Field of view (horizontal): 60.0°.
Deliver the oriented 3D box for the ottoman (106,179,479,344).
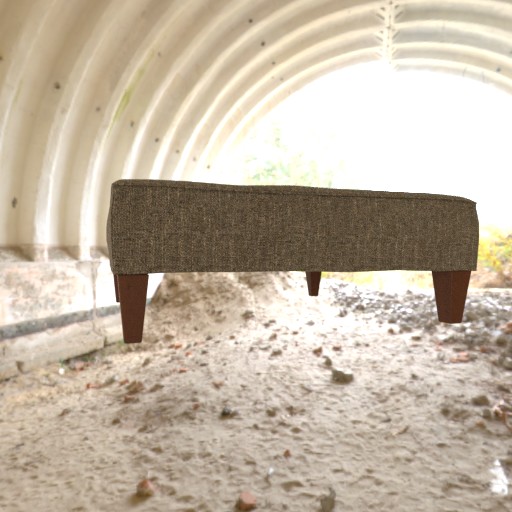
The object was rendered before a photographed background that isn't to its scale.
[{"bbox_3d":[0.000,0.000,1.533,0.981,0.379,1.016,0,0,-19],"label":"ottoman"}]
